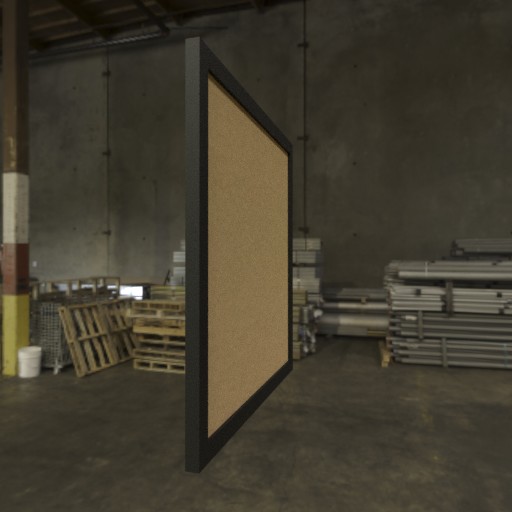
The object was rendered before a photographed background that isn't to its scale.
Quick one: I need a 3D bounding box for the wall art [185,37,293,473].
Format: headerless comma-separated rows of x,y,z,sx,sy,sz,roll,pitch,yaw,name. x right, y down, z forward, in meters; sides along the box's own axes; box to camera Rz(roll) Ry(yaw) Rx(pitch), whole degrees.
0.000,0.000,0.532,0.013,0.356,0.356,0,-1,17,wall art
